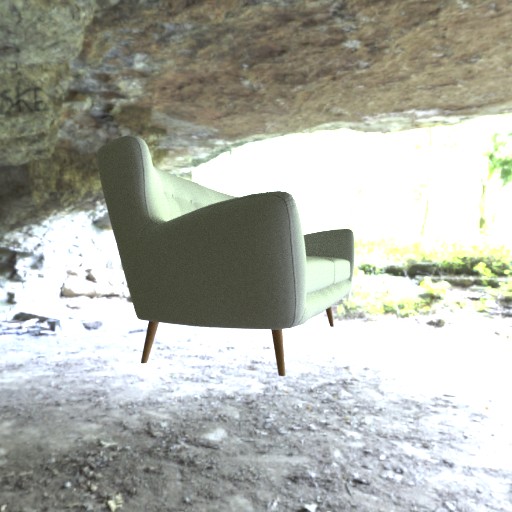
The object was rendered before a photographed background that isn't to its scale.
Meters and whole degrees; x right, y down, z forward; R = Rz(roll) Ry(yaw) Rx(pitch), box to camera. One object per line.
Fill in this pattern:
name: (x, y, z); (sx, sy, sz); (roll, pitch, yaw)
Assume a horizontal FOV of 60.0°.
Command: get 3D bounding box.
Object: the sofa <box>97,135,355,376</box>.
sofa: (0.000, 0.000, 2.427); (0.899, 0.890, 1.930); (0, 0, 18)
